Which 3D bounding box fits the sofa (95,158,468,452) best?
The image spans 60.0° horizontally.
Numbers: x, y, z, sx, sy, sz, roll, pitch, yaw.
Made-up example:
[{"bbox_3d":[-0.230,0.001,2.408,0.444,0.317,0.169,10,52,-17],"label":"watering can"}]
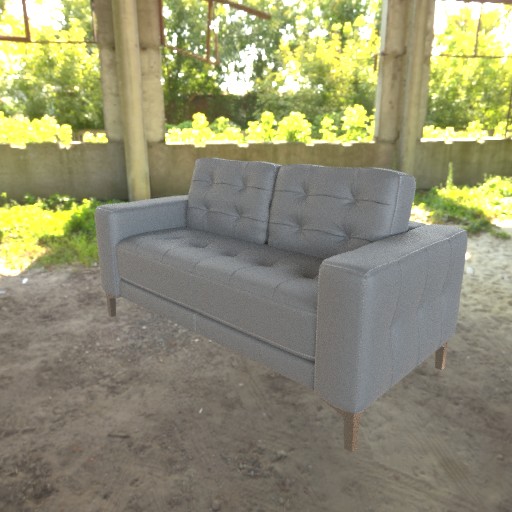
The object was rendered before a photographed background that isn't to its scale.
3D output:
[{"bbox_3d":[0.000,0.000,2.181,1.726,0.892,0.833,15,21,42],"label":"sofa"}]
